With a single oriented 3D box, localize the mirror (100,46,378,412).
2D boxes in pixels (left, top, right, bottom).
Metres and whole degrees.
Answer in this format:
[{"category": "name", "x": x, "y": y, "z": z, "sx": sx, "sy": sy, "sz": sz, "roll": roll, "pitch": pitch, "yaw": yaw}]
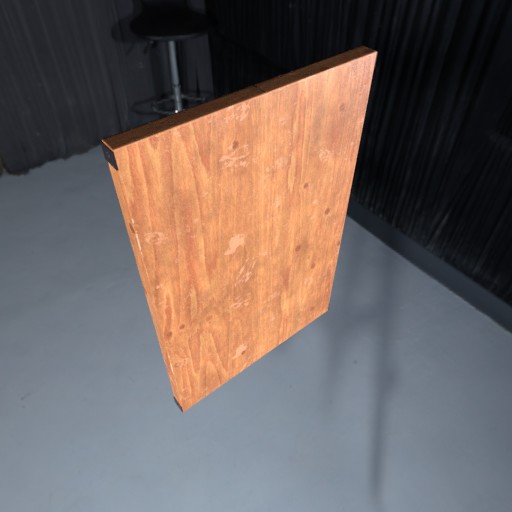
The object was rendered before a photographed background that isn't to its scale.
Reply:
[{"category": "mirror", "x": 0.000, "y": 0.000, "z": 0.966, "sx": 0.517, "sy": 0.761, "sz": 0.053, "roll": -30, "pitch": 53, "yaw": -26}]
